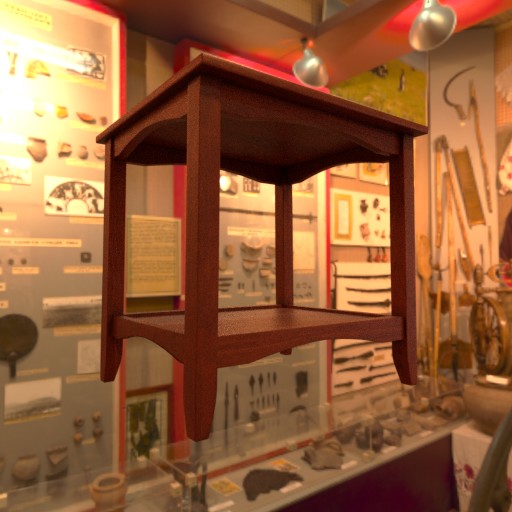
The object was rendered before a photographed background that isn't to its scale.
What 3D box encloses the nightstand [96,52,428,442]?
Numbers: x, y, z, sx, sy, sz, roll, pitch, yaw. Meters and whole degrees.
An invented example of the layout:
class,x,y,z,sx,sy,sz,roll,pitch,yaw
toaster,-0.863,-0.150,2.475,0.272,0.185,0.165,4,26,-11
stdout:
class,x,y,z,sx,sy,sz,roll,pitch,yaw
nightstand,0.000,0.000,0.986,0.558,0.558,0.501,1,-2,-36
